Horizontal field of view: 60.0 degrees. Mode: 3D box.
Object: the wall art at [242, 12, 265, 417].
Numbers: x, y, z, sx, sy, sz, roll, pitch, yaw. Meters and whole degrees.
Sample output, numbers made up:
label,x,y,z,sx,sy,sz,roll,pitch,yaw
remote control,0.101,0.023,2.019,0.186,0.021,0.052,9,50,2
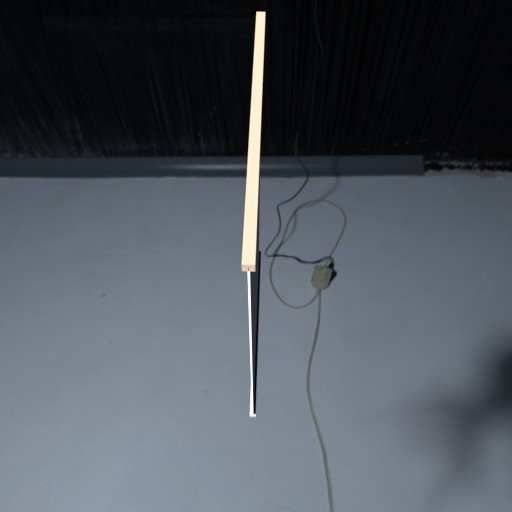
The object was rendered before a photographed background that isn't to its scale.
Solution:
label,x,y,z,sx,sy,sz,roll,pitch,yaw
wall art,0.000,0.000,1.876,0.030,1.519,0.990,2,58,1
